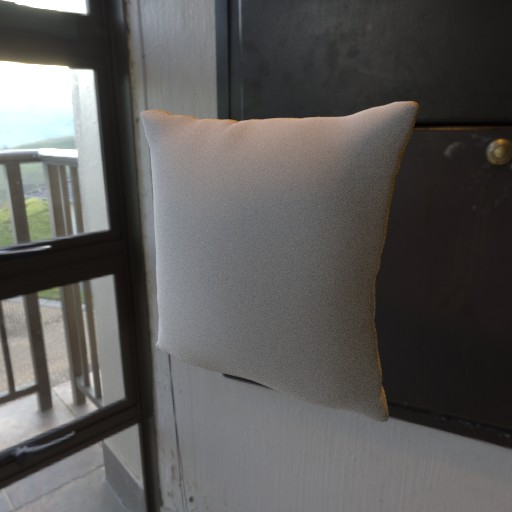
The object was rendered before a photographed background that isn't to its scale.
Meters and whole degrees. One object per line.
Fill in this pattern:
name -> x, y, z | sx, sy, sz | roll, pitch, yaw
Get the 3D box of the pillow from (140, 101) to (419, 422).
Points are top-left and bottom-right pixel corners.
pillow -> 0.000, 0.000, 0.700 | 0.450, 0.450, 0.211 | 9, 18, 28
